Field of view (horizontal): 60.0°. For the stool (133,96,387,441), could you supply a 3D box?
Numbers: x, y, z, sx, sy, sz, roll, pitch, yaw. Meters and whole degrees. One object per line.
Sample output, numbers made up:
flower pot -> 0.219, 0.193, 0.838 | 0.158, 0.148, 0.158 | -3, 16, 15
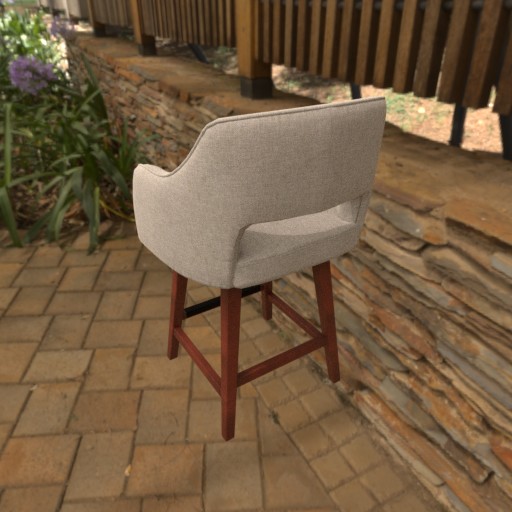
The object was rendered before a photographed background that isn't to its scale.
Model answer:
stool -> 0.000, 0.000, 1.310 | 0.599, 0.944, 0.558 | -18, 34, -28
